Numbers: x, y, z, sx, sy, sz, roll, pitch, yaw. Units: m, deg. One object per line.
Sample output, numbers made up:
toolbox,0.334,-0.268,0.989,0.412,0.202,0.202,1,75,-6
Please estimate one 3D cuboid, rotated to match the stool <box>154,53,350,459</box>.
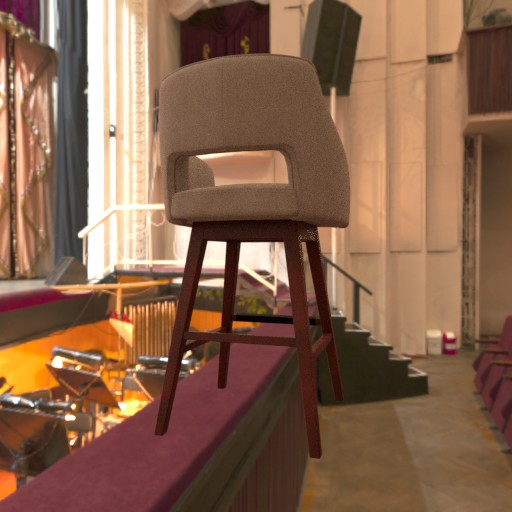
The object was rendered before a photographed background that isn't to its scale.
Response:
stool,0.000,0.000,1.372,0.548,1.012,0.558,0,0,18
